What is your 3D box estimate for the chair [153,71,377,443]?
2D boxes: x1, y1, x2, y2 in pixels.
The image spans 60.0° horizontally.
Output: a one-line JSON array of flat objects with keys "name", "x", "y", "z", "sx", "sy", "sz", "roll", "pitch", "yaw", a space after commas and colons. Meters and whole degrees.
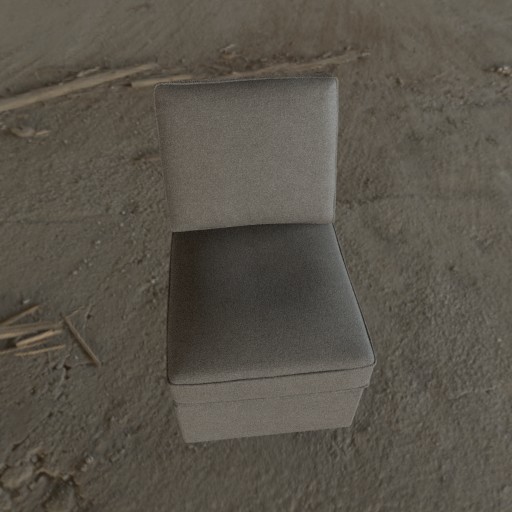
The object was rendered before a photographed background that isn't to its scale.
[{"name": "chair", "x": 0.000, "y": 0.000, "z": 1.539, "sx": 0.621, "sy": 0.970, "sz": 0.938, "roll": -4, "pitch": 46, "yaw": -4}]
